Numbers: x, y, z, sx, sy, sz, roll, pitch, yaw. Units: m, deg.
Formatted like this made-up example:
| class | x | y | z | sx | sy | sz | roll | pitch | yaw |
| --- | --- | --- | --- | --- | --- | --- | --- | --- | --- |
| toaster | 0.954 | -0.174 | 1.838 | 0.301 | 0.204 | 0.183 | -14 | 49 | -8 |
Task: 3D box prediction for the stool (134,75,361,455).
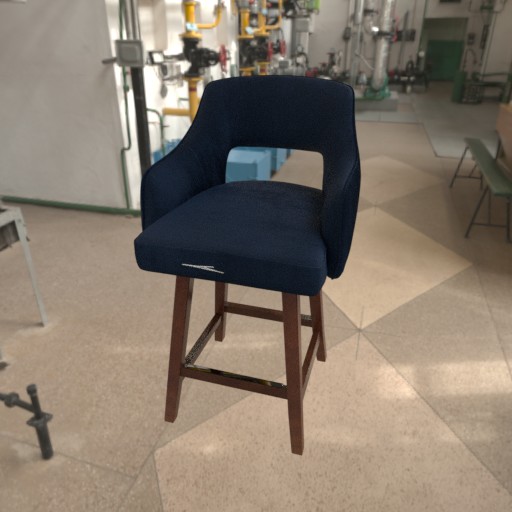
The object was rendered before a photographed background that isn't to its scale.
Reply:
| class | x | y | z | sx | sy | sz | roll | pitch | yaw |
| --- | --- | --- | --- | --- | --- | --- | --- | --- | --- |
| stool | 0.000 | 0.000 | 1.293 | 0.550 | 0.940 | 0.560 | 8 | 28 | 15 |
